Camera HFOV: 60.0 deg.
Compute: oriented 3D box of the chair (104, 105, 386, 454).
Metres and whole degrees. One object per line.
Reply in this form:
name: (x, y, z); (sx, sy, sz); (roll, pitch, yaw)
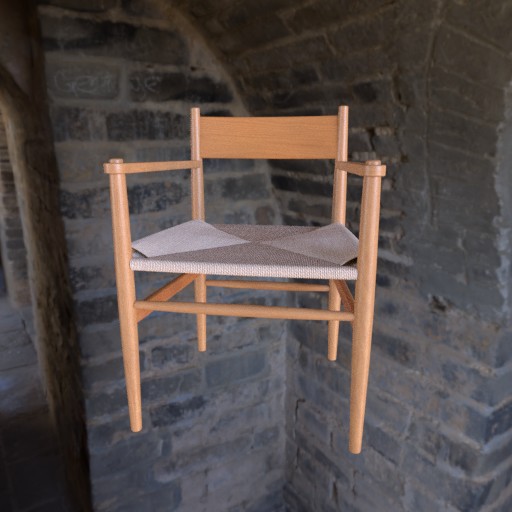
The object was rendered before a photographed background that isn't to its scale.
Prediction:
chair: (0.000, 0.000, 1.139); (0.556, 0.762, 0.495); (2, 14, 8)
